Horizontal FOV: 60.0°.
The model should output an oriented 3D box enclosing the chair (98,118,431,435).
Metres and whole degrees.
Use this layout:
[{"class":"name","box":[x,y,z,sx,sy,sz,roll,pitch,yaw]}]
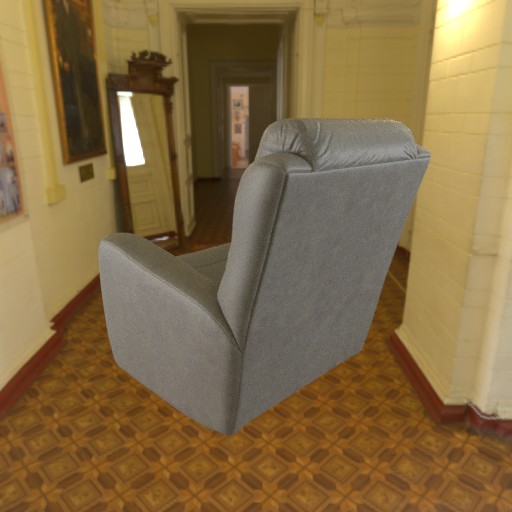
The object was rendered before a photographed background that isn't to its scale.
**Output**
[{"class":"chair","box":[0.000,0.000,1.884,1.068,1.116,0.965,16,23,43]}]
